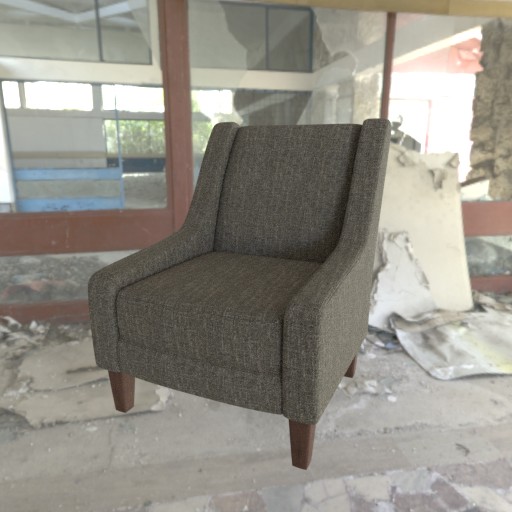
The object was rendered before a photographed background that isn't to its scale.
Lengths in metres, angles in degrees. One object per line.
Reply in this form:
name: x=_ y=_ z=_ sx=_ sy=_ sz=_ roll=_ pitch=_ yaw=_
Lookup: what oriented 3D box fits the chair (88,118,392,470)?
chair: x=0.000 y=0.000 z=1.660 sx=0.793 sy=1.012 sz=0.944 roll=6 pitch=15 yaw=24
